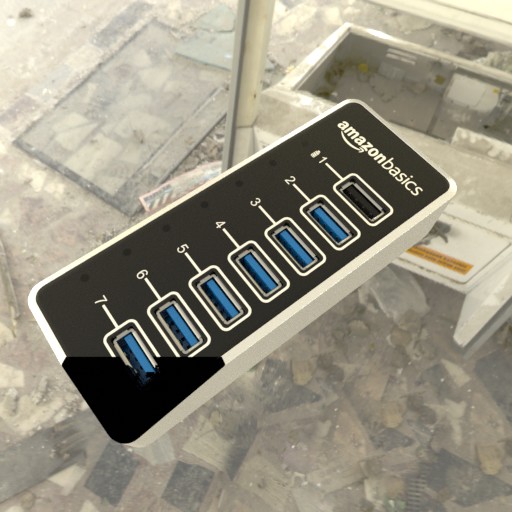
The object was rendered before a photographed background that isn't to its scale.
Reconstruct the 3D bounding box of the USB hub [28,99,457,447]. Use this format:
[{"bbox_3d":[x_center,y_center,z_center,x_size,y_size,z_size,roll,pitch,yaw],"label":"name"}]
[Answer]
[{"bbox_3d":[0.000,0.000,0.124,0.110,0.023,0.044,-34,68,-16],"label":"USB hub"}]
